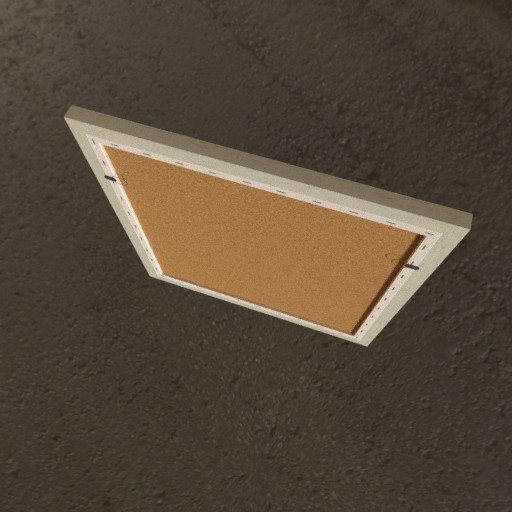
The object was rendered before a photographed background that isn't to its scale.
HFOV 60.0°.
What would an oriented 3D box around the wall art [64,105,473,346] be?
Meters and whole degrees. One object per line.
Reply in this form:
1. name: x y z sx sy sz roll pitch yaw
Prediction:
1. wall art: 0.000 0.000 1.517 1.016 1.016 0.045 17 65 8
